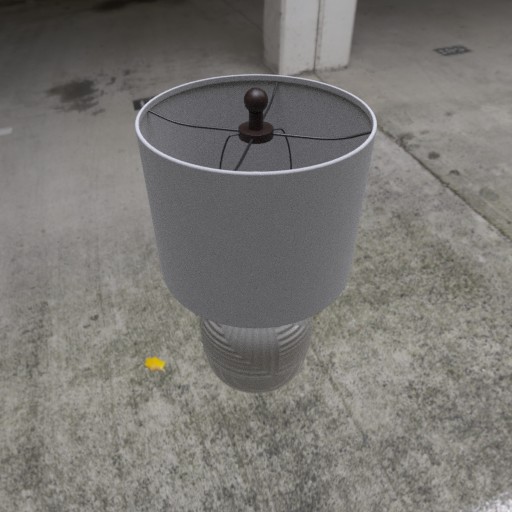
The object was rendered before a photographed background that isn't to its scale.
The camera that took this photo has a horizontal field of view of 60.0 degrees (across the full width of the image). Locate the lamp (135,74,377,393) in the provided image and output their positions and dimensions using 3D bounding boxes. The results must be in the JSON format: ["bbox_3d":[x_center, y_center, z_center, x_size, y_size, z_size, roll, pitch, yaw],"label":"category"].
[{"bbox_3d":[0.000,0.000,0.754,0.318,0.567,0.318,0,40,0],"label":"lamp"}]
